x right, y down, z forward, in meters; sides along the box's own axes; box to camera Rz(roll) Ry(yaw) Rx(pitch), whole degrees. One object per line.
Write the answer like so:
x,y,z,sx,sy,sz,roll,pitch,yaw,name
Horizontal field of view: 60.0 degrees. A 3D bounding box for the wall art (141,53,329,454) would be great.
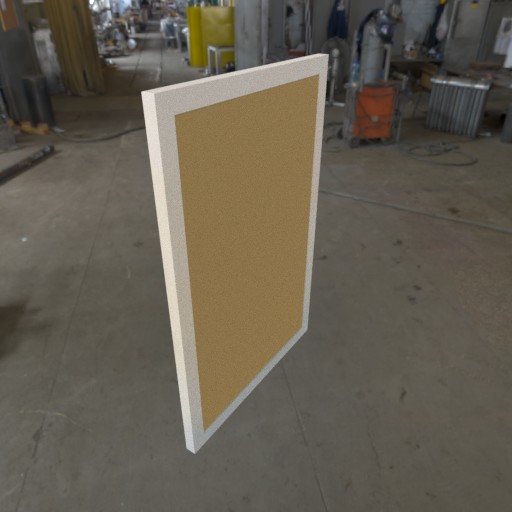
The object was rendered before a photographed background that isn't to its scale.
0.000,0.000,1.454,0.038,1.143,0.764,20,36,29,wall art
